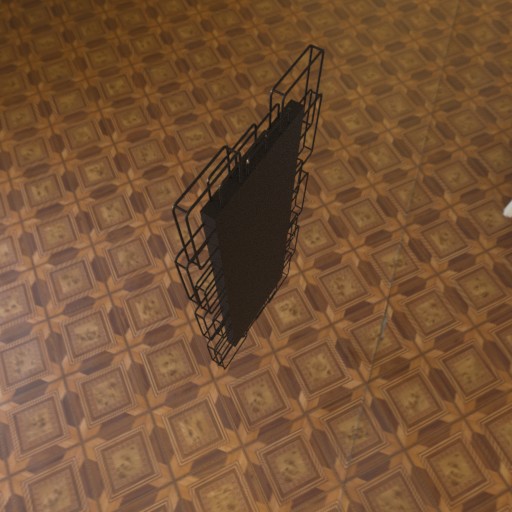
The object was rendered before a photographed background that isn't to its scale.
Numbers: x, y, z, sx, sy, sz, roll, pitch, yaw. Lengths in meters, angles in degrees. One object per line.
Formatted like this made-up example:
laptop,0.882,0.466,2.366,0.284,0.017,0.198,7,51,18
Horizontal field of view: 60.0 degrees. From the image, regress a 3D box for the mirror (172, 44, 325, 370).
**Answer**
mirror,0.000,0.000,1.386,0.037,1.192,0.565,30,67,14
